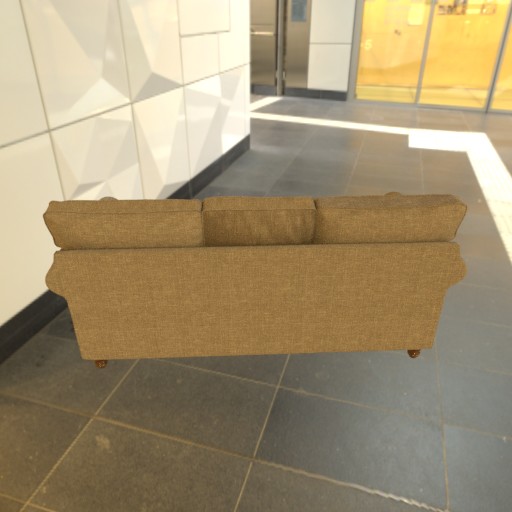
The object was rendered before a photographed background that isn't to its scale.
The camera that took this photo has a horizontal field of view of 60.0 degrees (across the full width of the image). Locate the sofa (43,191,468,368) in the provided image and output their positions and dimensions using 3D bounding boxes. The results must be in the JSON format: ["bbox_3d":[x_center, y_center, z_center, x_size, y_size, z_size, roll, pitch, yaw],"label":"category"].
[{"bbox_3d":[0.000,0.000,2.616,2.084,0.961,0.916,-1,29,-2],"label":"sofa"}]
